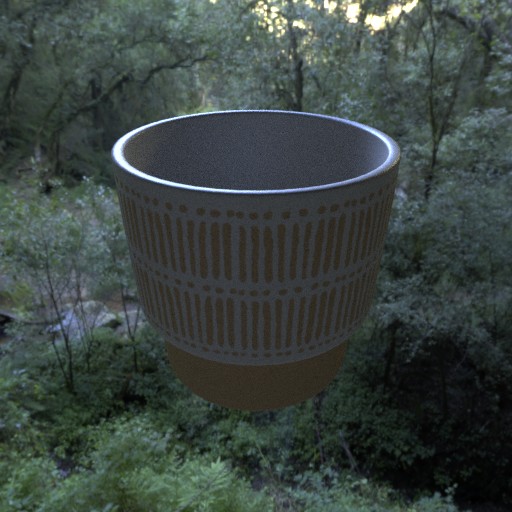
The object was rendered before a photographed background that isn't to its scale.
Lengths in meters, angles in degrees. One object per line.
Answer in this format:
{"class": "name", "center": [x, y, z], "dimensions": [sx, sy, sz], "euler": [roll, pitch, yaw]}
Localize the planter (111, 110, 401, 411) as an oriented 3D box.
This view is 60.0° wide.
{"class": "planter", "center": [0.000, 0.000, 0.577], "dimensions": [0.317, 0.303, 0.317], "euler": [0, 30, 0]}
